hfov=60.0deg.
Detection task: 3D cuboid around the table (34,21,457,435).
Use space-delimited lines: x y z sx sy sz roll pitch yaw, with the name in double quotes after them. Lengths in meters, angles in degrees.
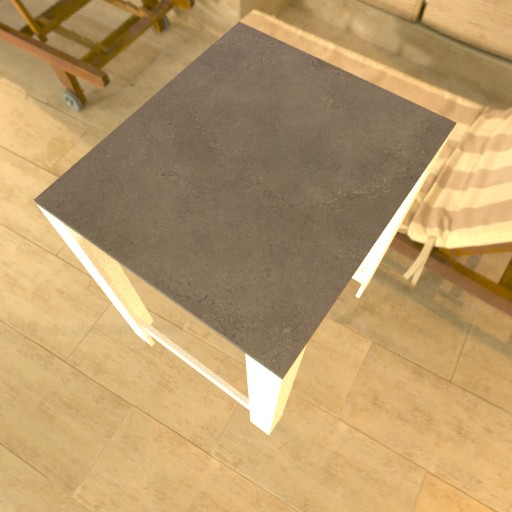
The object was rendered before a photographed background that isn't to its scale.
0.000 0.000 1.537 0.700 1.020 0.800 32 67 16 "table"
